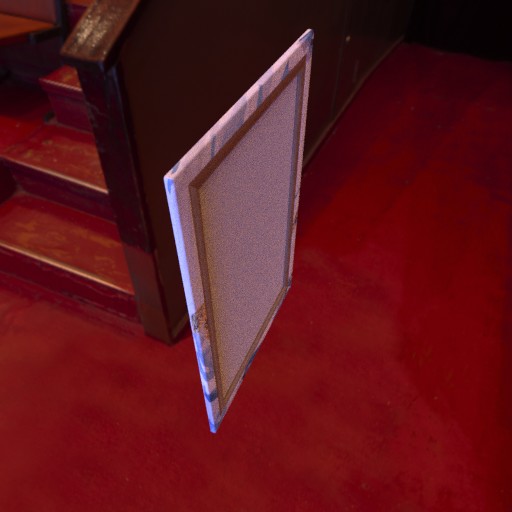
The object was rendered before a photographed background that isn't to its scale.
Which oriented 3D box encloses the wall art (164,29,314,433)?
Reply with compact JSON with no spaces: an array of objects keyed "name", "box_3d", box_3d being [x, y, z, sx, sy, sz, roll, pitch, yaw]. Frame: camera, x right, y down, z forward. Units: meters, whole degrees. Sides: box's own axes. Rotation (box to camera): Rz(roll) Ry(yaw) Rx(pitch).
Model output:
[{"name":"wall art","box_3d":[0.000,0.000,1.148,0.016,0.914,0.610,18,49,16]}]
